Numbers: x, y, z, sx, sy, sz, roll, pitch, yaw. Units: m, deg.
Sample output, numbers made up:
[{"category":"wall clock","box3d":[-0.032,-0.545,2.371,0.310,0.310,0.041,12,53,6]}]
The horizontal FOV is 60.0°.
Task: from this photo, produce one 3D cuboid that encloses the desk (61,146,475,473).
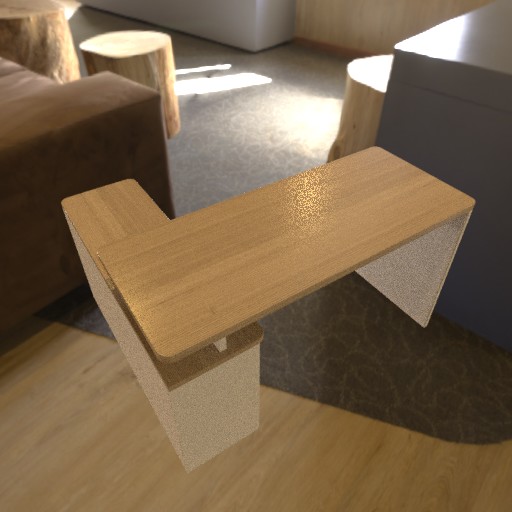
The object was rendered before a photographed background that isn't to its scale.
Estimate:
[{"category":"desk","box3d":[0.000,0.000,2.132,1.400,0.770,1.175,-24,47,-24]}]
